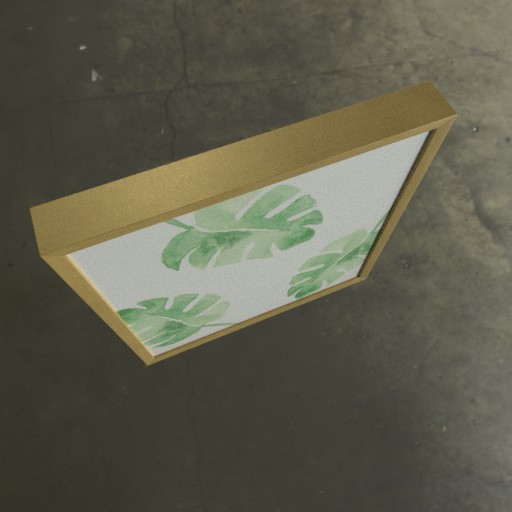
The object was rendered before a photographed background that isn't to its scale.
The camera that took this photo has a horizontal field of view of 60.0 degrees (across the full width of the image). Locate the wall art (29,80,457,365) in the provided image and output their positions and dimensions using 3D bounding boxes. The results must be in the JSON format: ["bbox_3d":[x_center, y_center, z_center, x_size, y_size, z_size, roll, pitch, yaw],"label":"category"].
[{"bbox_3d":[0.000,0.000,0.443,0.305,0.305,0.038,-20,65,-10],"label":"wall art"}]
